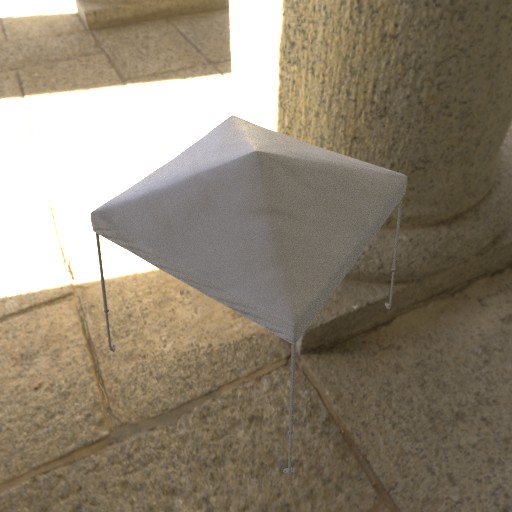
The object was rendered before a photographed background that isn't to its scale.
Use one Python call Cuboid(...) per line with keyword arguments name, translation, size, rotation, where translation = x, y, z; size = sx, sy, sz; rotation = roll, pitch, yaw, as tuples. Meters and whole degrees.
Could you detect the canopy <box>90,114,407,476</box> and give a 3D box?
Cuboid(name="canopy", translation=(0.000, 0.000, 6.567), size=(3.600, 3.600, 3.599), rotation=(26, 52, 23))
